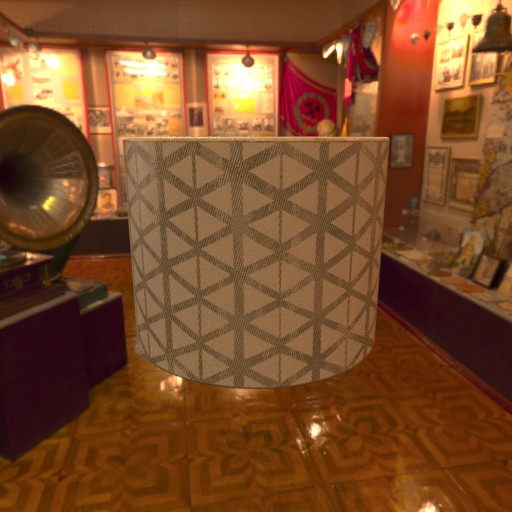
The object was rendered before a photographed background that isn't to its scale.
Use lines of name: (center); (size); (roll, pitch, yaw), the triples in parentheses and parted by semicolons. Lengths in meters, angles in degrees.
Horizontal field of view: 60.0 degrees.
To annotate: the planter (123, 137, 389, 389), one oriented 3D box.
planter: (0.000, 0.000, 0.351); (0.190, 0.181, 0.190); (0, 15, 0)
